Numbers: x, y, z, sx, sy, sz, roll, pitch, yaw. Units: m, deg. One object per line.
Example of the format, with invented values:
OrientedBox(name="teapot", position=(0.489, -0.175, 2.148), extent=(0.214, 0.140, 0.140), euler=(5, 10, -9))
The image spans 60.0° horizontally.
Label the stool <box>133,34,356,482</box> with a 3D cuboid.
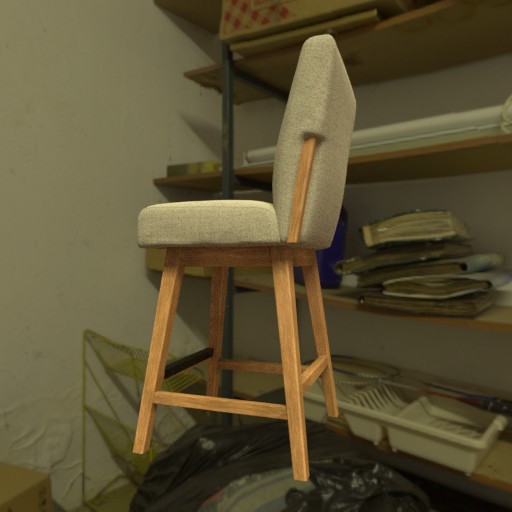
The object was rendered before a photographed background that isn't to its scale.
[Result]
OrientedBox(name="stool", position=(0.000, 0.000, 1.270), extent=(0.526, 1.010, 0.459), euler=(0, -1, 19))
